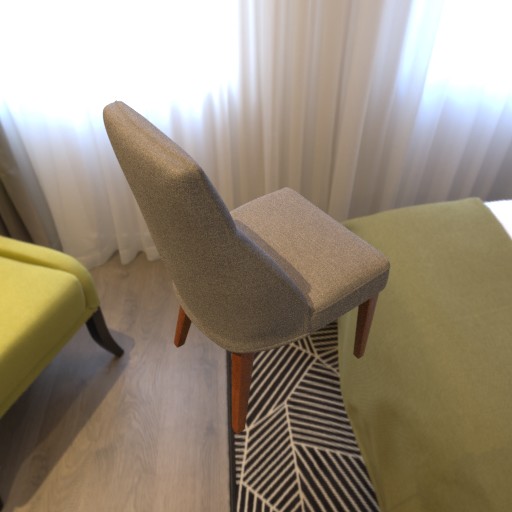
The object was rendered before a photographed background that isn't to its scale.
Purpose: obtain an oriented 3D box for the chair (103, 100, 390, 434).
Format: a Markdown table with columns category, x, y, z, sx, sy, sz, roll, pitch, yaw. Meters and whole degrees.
| category | x | y | z | sx | sy | sz | roll | pitch | yaw |
| --- | --- | --- | --- | --- | --- | --- | --- | --- | --- |
| chair | 0.000 | 0.000 | 1.277 | 0.620 | 0.930 | 0.500 | -25 | 47 | -26 |
